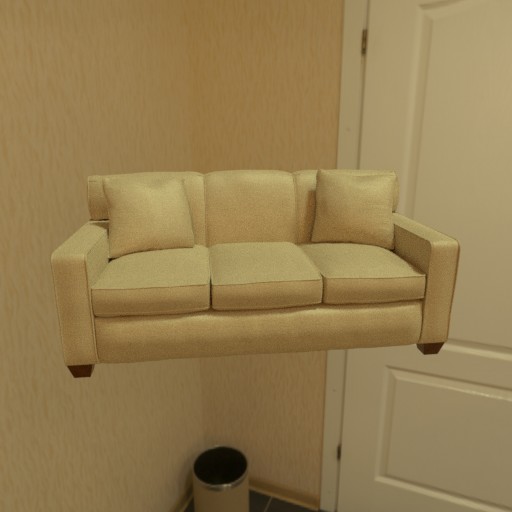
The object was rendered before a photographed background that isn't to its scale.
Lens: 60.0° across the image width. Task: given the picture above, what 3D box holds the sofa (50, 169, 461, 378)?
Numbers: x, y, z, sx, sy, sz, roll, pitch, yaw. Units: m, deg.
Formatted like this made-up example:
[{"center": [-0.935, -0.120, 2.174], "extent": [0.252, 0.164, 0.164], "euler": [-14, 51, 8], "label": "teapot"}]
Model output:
[{"center": [0.000, 0.000, 2.609], "extent": [2.024, 0.958, 0.997], "euler": [-2, 17, -7], "label": "sofa"}]
